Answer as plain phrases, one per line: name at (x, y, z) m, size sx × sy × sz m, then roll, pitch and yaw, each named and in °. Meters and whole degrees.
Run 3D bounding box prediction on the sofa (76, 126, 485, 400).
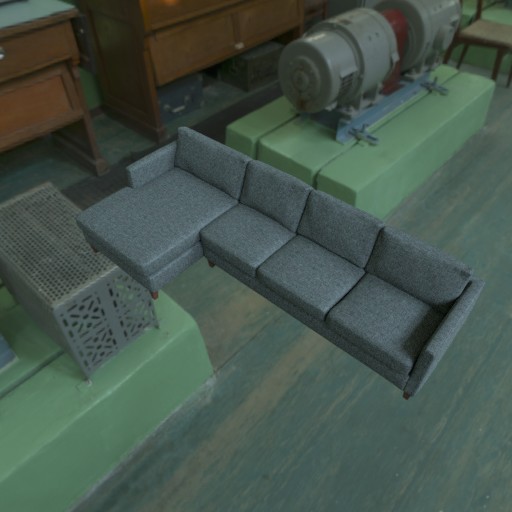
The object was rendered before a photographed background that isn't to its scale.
sofa at (0.000, 0.000, 4.073) m, size 3.485 × 0.960 × 1.635 m, roll 32°, pitch 53°, yaw 27°
